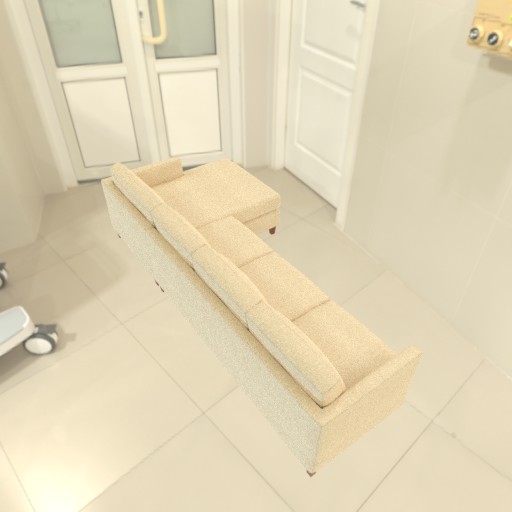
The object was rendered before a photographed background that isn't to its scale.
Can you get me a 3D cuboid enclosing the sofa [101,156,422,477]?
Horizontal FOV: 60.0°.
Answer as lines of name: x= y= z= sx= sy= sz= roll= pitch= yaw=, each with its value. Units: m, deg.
sofa: x=0.000 y=0.000 z=4.138 sx=1.603 sy=0.954 sz=3.471 roll=-25 pitch=46 yaw=-27
